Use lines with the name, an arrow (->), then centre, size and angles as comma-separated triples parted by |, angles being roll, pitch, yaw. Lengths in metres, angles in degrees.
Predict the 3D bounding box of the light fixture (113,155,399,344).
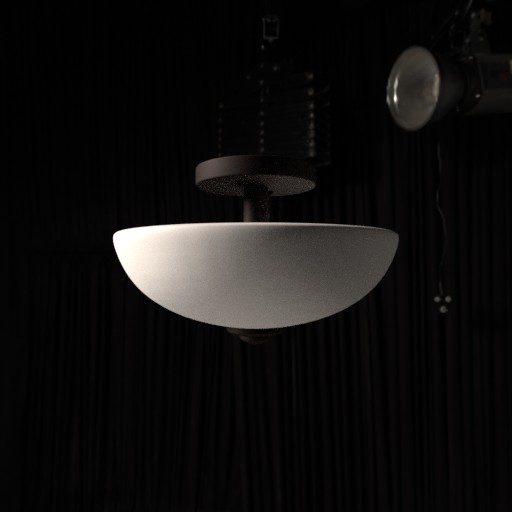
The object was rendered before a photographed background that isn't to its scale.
light fixture -> 0.000, 0.000, 0.540 | 0.331, 0.212, 0.331 | 0, -2, 0
